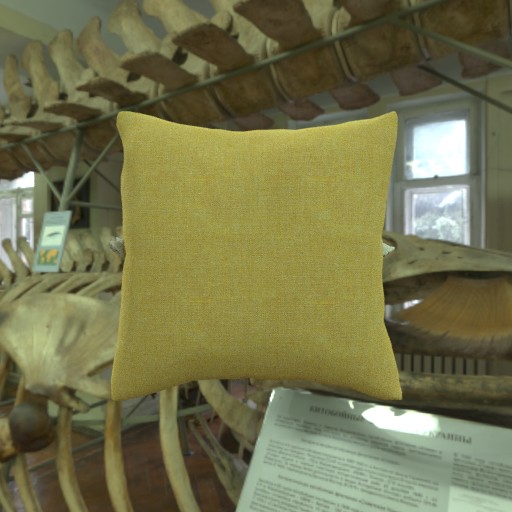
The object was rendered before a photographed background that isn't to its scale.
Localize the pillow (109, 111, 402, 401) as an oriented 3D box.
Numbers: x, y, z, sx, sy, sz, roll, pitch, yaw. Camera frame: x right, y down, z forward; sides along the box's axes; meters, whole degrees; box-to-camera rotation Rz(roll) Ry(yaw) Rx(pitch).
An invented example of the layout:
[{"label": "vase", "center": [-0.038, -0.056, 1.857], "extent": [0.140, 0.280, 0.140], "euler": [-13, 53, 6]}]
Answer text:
[{"label": "pillow", "center": [0.000, 0.000, 0.753], "extent": [0.485, 0.481, 0.167], "euler": [0, 0, 0]}]
